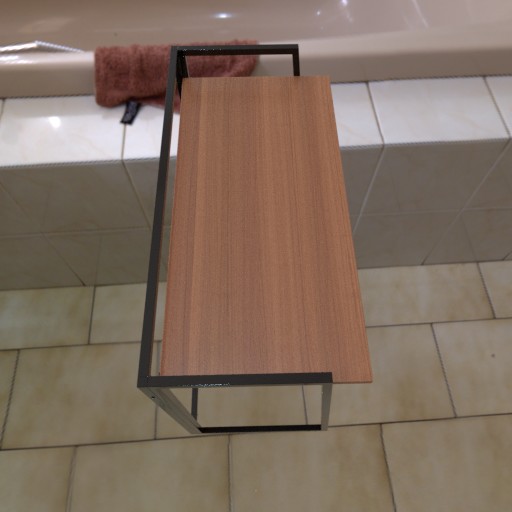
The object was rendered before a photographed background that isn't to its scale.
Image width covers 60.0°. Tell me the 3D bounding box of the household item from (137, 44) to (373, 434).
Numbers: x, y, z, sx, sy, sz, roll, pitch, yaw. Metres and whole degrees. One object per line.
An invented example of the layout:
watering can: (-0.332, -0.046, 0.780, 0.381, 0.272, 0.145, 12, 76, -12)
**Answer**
household item: (0.000, 0.000, 1.525, 0.510, 0.860, 1.050, -1, 62, -1)
